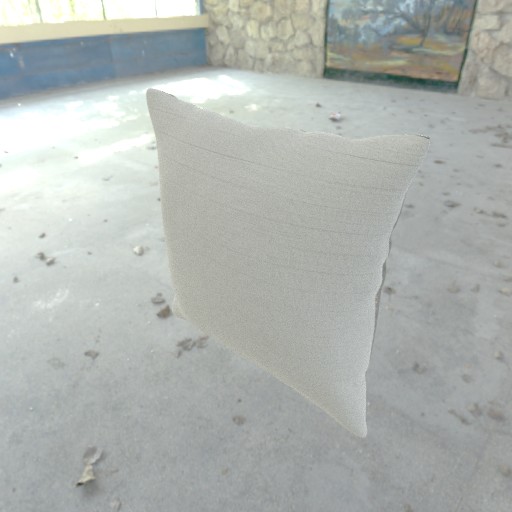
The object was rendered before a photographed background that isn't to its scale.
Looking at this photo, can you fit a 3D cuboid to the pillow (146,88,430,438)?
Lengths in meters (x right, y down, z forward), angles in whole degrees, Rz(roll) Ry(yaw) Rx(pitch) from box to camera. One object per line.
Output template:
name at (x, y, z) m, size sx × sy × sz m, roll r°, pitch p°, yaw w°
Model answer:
pillow at (0.000, 0.000, 0.706) m, size 0.470 × 0.464 × 0.175 m, roll 24°, pitch 38°, yaw 34°
